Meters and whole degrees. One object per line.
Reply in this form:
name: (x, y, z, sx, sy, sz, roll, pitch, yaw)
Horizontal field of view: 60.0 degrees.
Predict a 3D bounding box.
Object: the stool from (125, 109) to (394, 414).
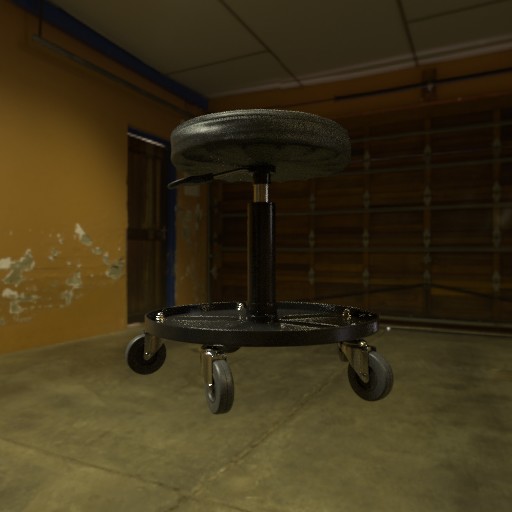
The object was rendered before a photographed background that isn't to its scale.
stool: (0.000, 0.000, 0.681, 0.382, 0.365, 0.381, 0, 0, -18)
